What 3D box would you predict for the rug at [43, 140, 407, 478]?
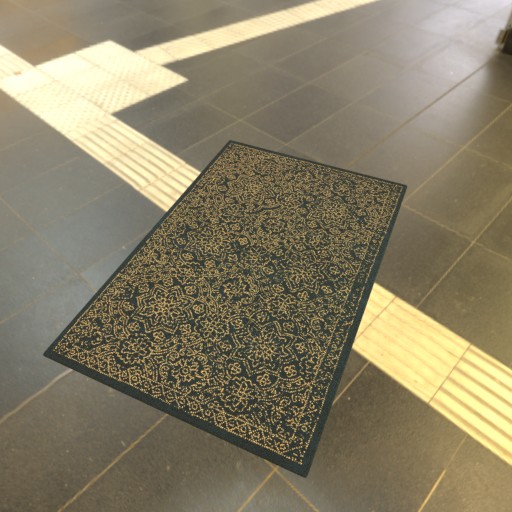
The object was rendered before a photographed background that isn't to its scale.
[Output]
[{"bbox_3d":[0.000,0.000,2.322,1.219,0.010,1.829,18,50,16],"label":"rug"}]
